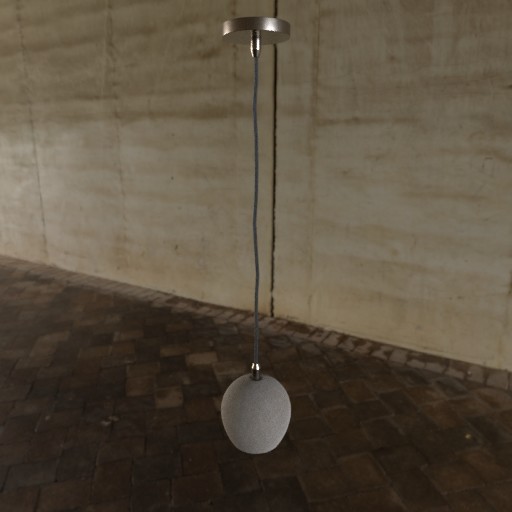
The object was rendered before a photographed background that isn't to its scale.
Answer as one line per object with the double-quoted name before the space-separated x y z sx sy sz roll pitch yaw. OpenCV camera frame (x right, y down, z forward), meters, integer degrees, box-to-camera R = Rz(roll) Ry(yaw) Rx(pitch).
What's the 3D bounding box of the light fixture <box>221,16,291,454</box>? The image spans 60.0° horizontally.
"light fixture" 0.000 0.000 0.808 0.139 0.764 0.139 -7 16 -26
